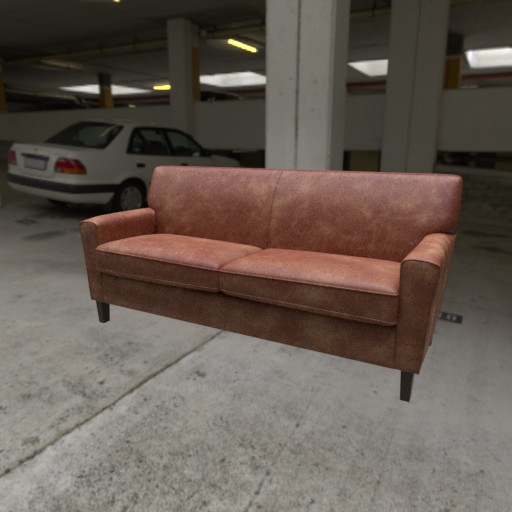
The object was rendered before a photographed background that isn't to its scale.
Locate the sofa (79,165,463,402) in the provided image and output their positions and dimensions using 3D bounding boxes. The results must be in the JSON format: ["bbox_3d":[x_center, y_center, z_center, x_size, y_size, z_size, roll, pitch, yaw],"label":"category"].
[{"bbox_3d":[0.000,0.000,2.562,2.053,0.947,0.805,8,16,27],"label":"sofa"}]
